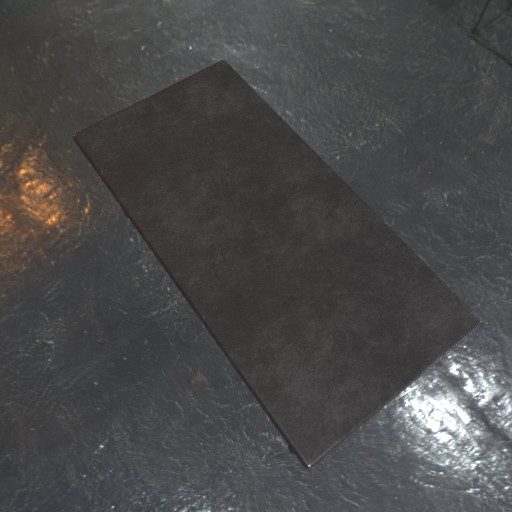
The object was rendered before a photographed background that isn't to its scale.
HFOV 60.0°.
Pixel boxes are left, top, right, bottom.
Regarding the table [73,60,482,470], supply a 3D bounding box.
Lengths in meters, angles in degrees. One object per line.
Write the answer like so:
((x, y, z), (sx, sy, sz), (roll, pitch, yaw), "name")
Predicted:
((0.000, 0.000, 1.468), (0.580, 0.487, 1.171), (-33, 69, -15), "table")
